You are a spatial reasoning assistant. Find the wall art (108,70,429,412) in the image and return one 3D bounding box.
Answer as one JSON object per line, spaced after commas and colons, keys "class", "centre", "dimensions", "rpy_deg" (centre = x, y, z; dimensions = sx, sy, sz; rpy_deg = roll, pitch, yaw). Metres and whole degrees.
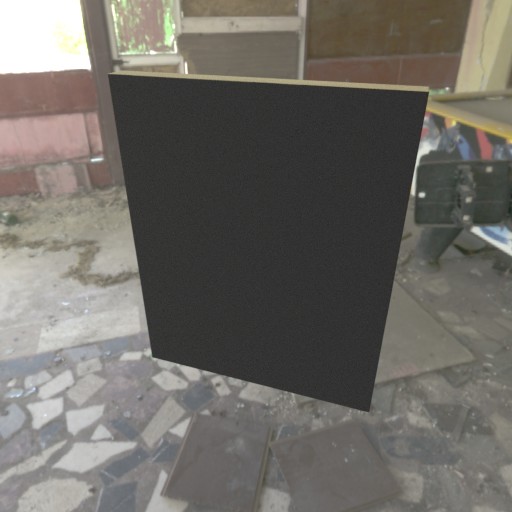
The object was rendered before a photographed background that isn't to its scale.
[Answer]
{"class": "wall art", "centre": [0.000, 0.000, 0.813], "dimensions": [0.489, 0.608, 0.040], "rpy_deg": [10, 32, 16]}
